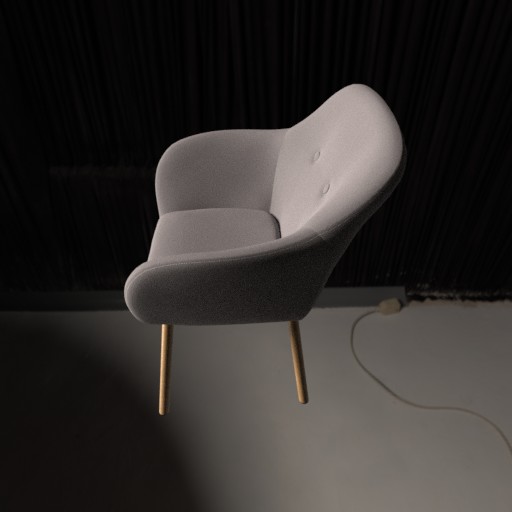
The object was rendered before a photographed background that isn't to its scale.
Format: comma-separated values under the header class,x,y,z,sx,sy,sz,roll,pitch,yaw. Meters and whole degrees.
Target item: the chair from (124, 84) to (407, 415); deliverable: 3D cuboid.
class,x,y,z,sx,sy,sz,roll,pitch,yaw
chair,0.000,0.000,1.216,0.590,0.830,0.570,-1,41,-1
